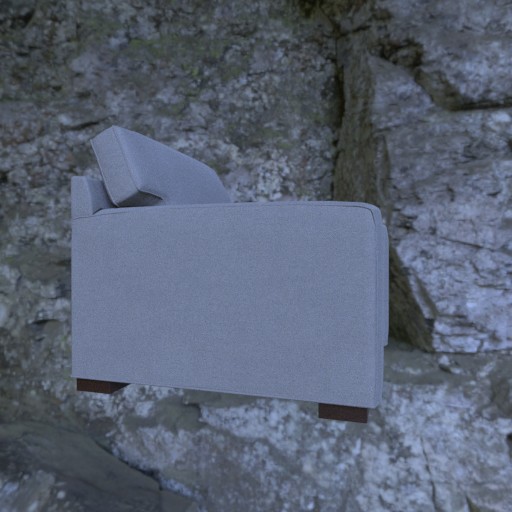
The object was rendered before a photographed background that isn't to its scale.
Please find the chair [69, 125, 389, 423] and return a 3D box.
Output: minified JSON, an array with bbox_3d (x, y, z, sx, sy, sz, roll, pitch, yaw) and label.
[{"bbox_3d":[0.000,0.000,1.843,1.044,0.934,0.999,0,0,18],"label":"chair"}]
